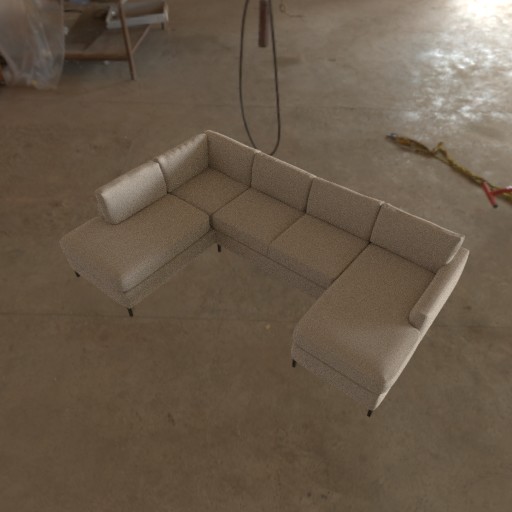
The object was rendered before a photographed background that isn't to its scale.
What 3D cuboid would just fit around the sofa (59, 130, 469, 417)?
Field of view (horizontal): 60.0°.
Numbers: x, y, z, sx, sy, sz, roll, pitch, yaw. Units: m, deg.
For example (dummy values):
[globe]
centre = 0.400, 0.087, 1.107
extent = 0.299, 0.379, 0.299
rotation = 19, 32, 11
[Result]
[sofa]
centre = 0.000, 0.000, 3.863
extent = 2.984, 0.862, 1.989
rotation = 29, 50, 27
